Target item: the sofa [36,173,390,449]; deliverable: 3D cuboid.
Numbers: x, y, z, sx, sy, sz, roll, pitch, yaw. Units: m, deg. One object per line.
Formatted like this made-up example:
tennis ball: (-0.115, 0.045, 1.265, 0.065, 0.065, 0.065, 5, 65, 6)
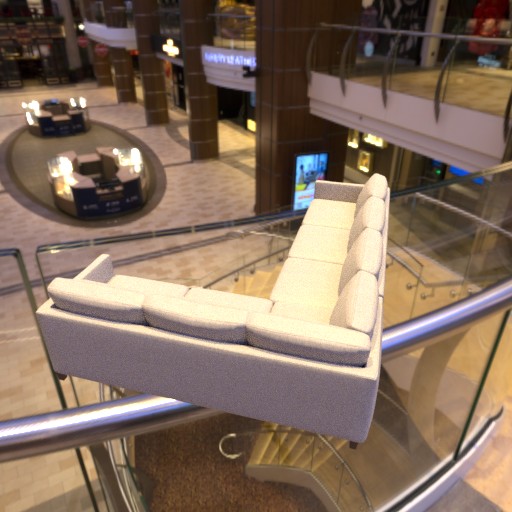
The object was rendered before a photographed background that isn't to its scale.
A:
sofa: (0.000, 0.000, 4.464, 2.522, 0.934, 3.333, 8, 31, 14)
